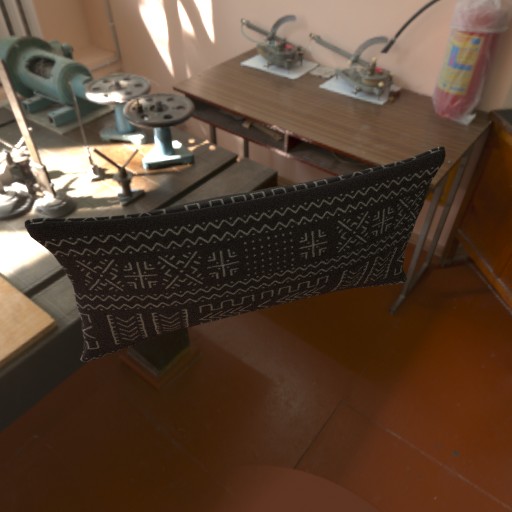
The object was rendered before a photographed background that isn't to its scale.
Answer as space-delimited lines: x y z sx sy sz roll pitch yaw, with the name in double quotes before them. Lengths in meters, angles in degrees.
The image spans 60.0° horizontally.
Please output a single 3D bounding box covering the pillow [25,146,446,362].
"pillow" 0.000 0.000 0.773 0.667 0.322 0.135 -12 45 -13
